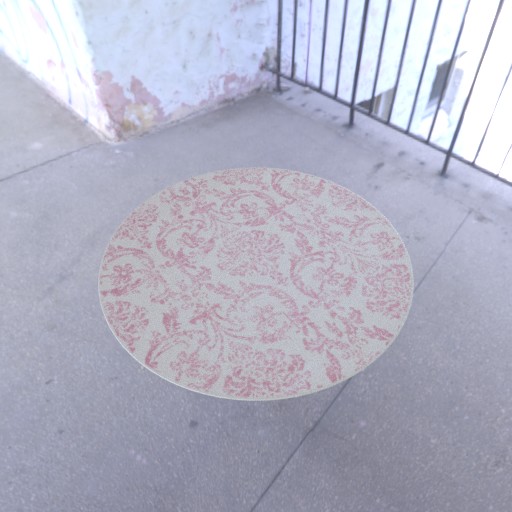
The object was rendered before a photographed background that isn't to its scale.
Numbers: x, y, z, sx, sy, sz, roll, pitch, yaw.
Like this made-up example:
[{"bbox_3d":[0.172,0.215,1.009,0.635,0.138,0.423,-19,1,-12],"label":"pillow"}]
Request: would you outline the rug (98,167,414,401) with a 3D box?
[{"bbox_3d":[0.000,0.000,2.306,1.593,0.012,1.593,0,46,0],"label":"rug"}]
